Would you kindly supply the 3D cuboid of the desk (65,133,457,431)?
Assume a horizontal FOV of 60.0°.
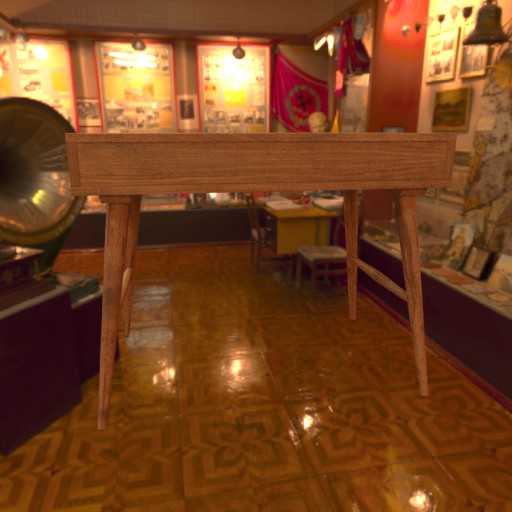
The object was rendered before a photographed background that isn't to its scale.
[{"bbox_3d":[0.000,0.000,1.417,0.949,0.758,0.588,-3,16,-9],"label":"desk"}]
